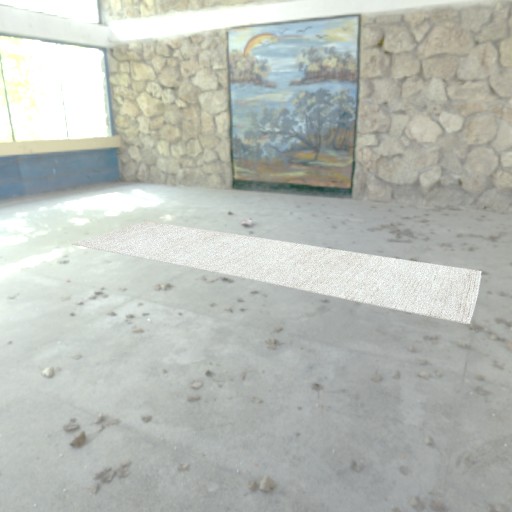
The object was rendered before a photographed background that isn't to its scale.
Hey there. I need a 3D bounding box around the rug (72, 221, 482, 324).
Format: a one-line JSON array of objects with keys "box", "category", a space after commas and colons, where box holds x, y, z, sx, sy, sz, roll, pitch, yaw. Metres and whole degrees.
[{"box": [0.000, 0.000, 2.590, 2.346, 0.013, 0.712, 10, 20, 28], "category": "rug"}]
